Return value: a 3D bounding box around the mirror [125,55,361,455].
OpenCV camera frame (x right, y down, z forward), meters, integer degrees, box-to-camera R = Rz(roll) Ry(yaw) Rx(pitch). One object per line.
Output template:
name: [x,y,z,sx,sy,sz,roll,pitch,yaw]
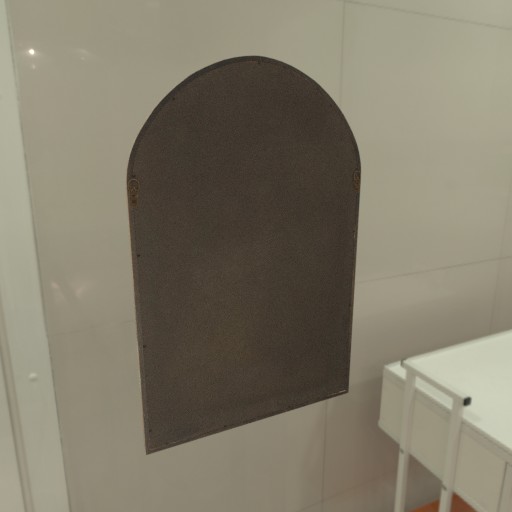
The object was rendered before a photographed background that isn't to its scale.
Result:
mirror: [0.000,0.000,1.101,0.609,0.915,0.032,-7,16,-26]
